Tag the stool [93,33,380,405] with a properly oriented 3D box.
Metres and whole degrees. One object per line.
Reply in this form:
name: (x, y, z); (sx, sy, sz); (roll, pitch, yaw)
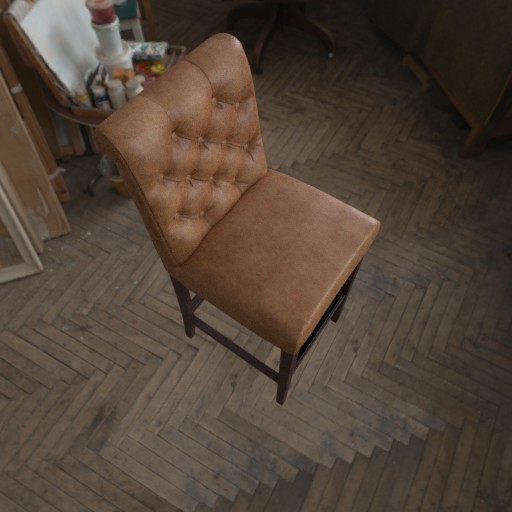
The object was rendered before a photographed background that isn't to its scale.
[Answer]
stool: (0.000, 0.000, 1.451); (0.601, 1.140, 0.493); (31, 64, 17)
